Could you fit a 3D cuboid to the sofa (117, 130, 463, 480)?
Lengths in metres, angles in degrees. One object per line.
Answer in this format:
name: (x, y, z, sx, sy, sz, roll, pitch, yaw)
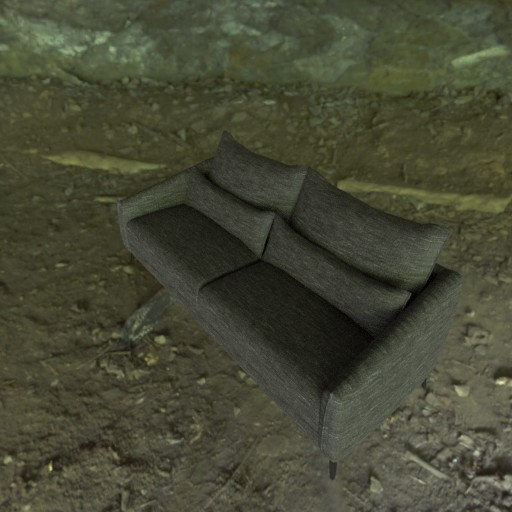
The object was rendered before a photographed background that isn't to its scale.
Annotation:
sofa: (0.000, 0.000, 2.400, 0.807, 0.843, 2.019, -22, 38, -30)
